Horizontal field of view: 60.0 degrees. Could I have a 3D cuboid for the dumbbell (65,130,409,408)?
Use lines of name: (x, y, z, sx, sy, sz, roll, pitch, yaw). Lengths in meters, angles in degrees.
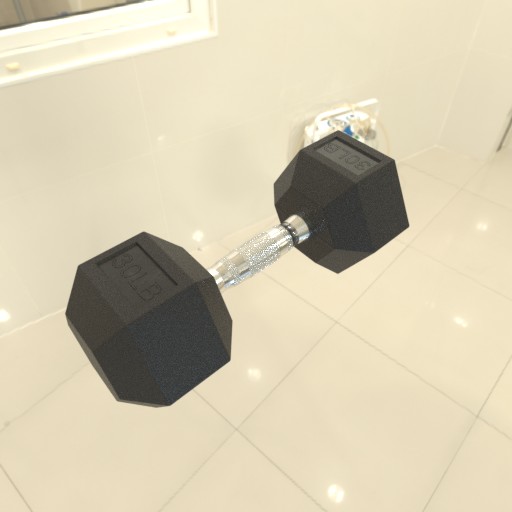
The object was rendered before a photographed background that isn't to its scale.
dumbbell: (0.000, 0.000, 0.419, 0.337, 0.123, 0.142, -32, 55, -27)
